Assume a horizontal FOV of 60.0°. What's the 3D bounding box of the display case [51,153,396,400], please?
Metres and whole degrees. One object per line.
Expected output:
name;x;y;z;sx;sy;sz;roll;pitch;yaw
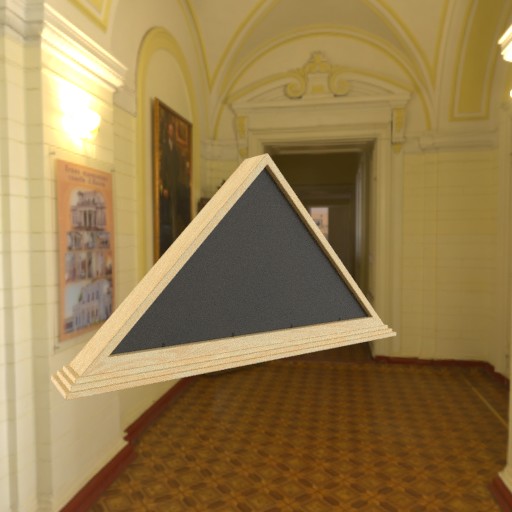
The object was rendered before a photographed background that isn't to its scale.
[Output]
display case;0.000;0.000;0.763;0.640;0.340;0.095;-2;3;-35
